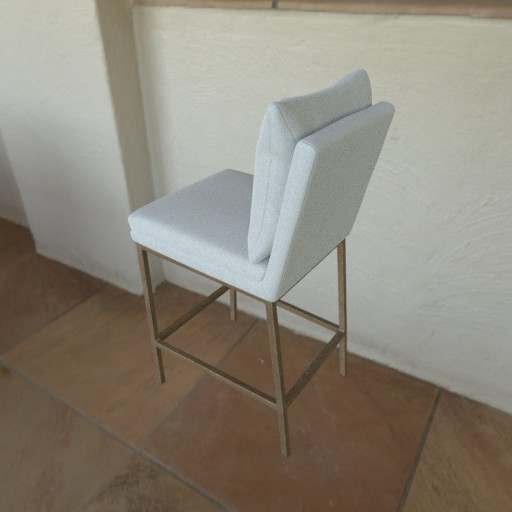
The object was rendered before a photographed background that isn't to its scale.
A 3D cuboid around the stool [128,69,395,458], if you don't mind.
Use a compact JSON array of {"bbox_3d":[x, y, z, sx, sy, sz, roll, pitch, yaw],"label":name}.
[{"bbox_3d":[0.000,0.000,1.340,0.572,1.032,0.463,20,37,29],"label":"stool"}]
